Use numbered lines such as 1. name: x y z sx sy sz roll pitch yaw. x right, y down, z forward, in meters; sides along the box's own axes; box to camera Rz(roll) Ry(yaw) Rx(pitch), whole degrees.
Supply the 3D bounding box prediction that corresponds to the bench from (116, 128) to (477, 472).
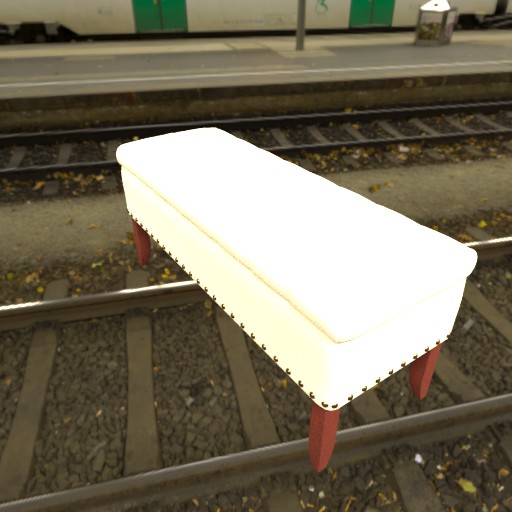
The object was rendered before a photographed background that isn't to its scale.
1. bench: 0.000 0.000 1.277 0.400 0.470 1.054 -20 38 -29
